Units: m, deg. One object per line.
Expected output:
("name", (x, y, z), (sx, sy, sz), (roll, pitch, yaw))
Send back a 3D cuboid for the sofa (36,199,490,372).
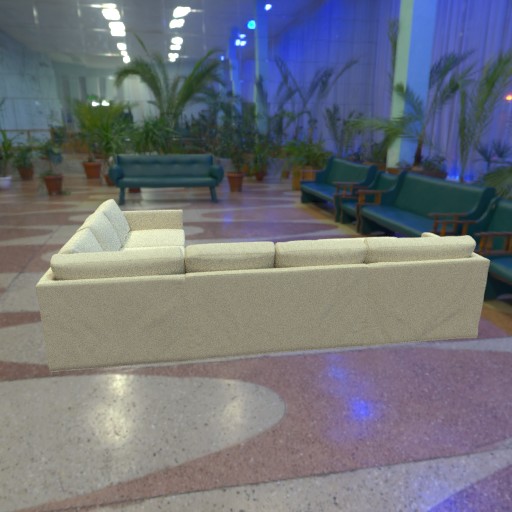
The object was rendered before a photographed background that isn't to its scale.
("sofa", (0.000, 0.000, 4.484), (3.464, 0.882, 2.448), (-3, 18, -9))
